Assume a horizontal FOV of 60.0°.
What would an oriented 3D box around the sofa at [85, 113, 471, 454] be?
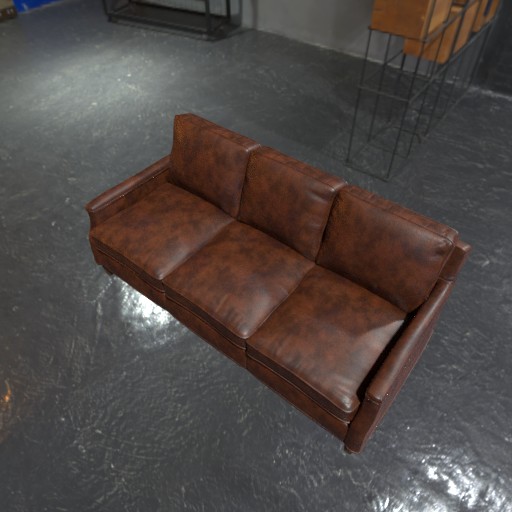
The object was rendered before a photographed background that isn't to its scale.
[{"bbox_3d":[0.000,0.000,2.834,2.240,1.003,1.084,30,54,26],"label":"sofa"}]
